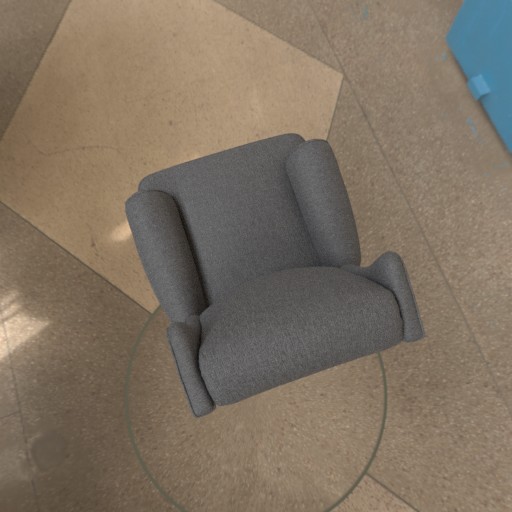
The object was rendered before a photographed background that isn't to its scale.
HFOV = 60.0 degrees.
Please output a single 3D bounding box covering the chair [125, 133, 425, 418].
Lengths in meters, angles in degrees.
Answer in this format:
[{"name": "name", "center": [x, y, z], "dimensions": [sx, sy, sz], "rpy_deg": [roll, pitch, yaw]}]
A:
[{"name": "chair", "center": [0.000, 0.000, 1.708], "dimensions": [0.847, 1.011, 0.969], "rpy_deg": [-18, 74, -5]}]
